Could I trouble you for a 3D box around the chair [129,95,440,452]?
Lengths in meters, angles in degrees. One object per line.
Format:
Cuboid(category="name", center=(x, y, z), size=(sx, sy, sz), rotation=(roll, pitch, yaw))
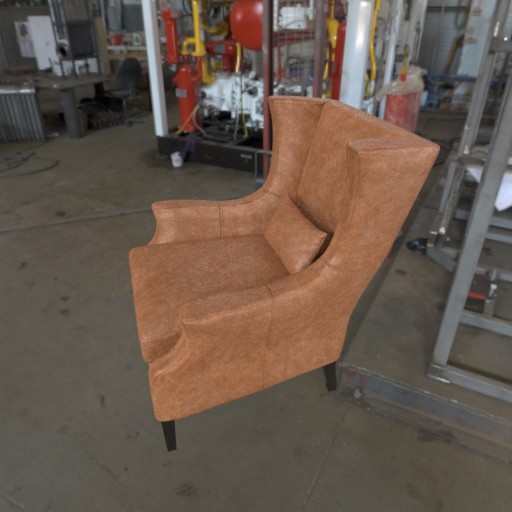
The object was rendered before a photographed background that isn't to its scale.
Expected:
Cuboid(category="chair", center=(0.000, 0.000, 1.677), size=(0.926, 1.016, 0.853), rotation=(-9, 32, -15))
